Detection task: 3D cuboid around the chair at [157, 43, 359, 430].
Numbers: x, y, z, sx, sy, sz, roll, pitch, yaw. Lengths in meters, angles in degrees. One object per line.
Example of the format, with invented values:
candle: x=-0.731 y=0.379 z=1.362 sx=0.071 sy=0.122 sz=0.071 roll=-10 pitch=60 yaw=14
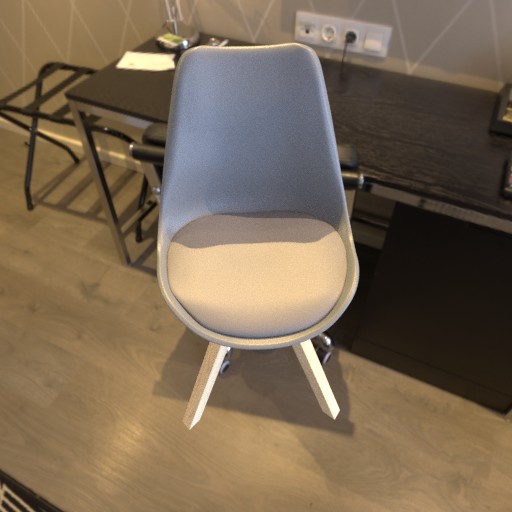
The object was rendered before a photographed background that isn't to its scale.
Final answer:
chair: x=0.000 y=0.000 z=1.131 sx=0.485 sy=0.850 sz=0.550 roll=-3 pitch=47 yaw=-3
